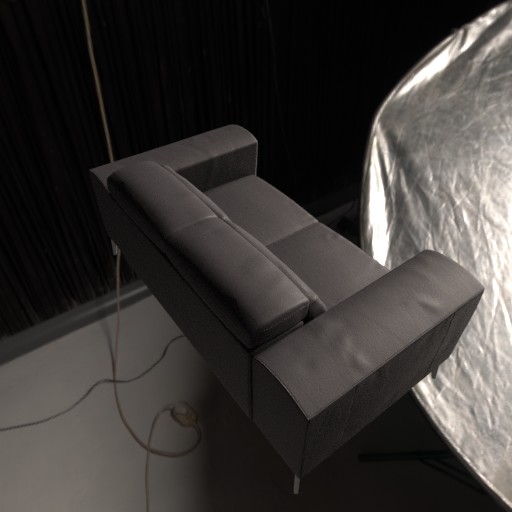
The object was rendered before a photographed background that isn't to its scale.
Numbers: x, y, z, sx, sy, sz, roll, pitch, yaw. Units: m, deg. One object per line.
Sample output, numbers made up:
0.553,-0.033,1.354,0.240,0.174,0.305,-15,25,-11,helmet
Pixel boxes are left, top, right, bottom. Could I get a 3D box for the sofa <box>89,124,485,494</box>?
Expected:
0.000,0.000,2.316,1.003,0.779,1.895,-26,48,-26,sofa
